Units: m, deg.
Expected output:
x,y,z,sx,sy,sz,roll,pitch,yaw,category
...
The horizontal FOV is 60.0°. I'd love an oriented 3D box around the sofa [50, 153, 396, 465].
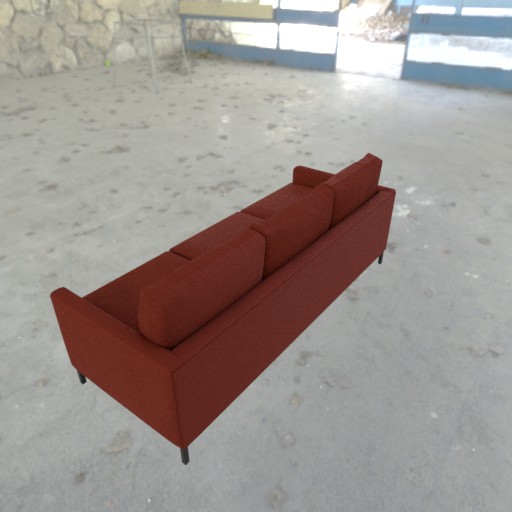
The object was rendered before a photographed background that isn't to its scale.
x,y,z,sx,sy,sz,roll,pitch,yaw,category
0.000,0.000,2.763,0.875,0.879,2.252,22,38,31,sofa
